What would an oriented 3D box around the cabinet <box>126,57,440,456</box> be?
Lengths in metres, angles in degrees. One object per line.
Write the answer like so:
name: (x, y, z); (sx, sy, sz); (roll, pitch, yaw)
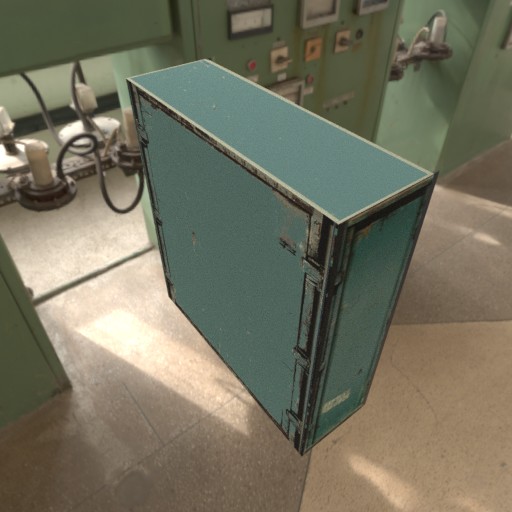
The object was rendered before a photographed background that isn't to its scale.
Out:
cabinet: (0.000, 0.000, 3.271); (0.680, 2.160, 2.000); (-27, 49, -27)
